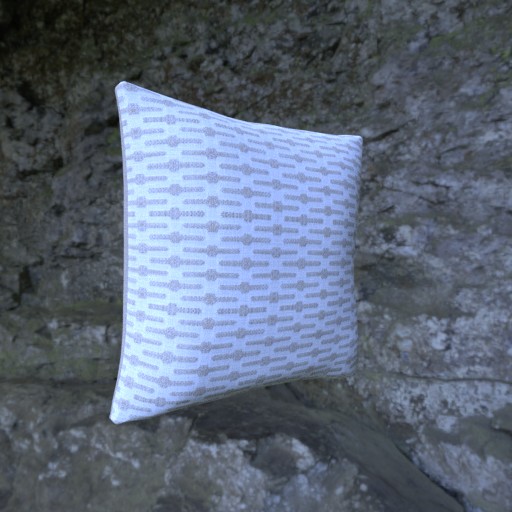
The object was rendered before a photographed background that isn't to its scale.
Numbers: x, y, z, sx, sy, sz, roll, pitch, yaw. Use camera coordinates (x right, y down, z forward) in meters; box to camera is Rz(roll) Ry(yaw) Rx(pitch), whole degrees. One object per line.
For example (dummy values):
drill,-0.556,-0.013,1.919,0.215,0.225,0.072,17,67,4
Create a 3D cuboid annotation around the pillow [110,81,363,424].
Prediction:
pillow,0.000,0.000,0.774,0.496,0.491,0.219,0,-1,-35
